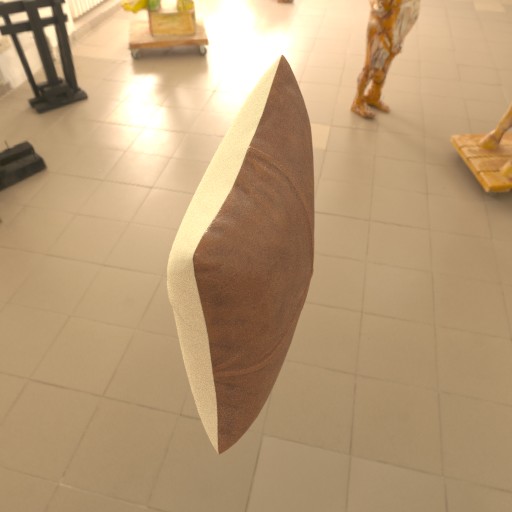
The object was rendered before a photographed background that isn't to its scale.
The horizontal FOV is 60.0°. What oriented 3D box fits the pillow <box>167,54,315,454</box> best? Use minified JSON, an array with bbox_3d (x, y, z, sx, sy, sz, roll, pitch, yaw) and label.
[{"bbox_3d":[0.000,0.000,0.725,0.192,0.470,0.484,9,47,9],"label":"pillow"}]
